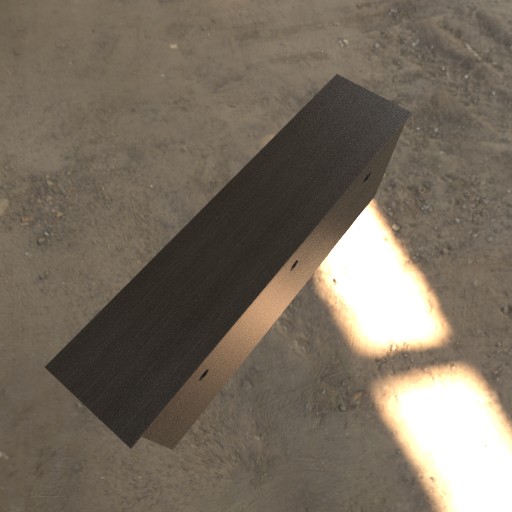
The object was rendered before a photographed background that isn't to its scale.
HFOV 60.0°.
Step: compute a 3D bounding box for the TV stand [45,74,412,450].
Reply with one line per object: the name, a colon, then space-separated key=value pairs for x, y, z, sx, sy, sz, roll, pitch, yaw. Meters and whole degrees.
TV stand: x=0.000 y=0.000 z=2.016 sx=0.406 sy=0.610 sz=1.778 roll=35 pitch=68 yaw=16
